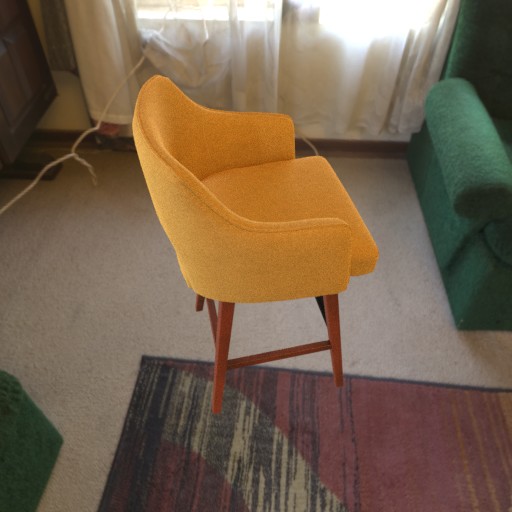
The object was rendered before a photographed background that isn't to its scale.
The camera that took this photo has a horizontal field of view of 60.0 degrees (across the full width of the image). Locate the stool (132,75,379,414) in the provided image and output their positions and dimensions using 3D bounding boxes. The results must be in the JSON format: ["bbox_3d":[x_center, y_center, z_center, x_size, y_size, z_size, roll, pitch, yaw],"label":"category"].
[{"bbox_3d":[0.000,0.000,1.355,0.558,1.012,0.548,-9,47,-9],"label":"stool"}]
